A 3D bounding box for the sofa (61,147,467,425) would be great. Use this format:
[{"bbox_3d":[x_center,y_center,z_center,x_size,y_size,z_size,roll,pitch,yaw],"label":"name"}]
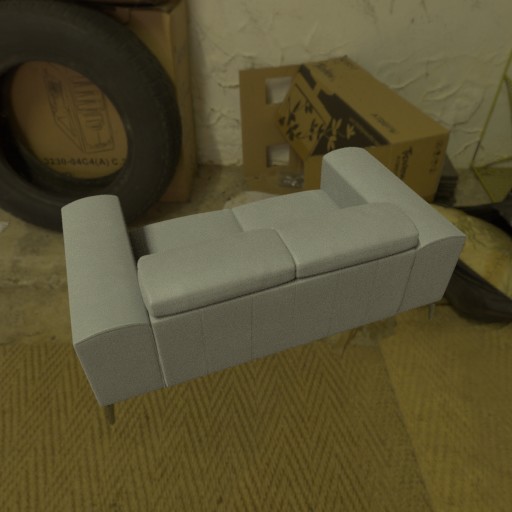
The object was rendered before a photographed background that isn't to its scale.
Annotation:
[{"bbox_3d":[0.000,0.000,2.434,1.895,0.779,1.003,-14,43,-15],"label":"sofa"}]
